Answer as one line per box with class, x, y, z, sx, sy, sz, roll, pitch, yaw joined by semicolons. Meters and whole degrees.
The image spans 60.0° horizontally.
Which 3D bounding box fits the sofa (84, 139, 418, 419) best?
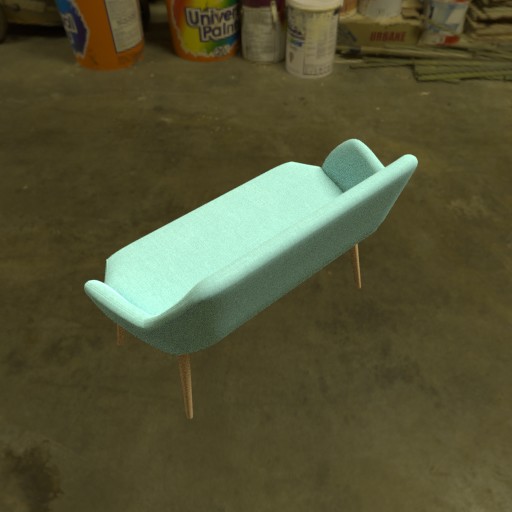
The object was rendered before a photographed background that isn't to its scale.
sofa;0.000;0.000;1.620;1.150;0.840;0.610;-32;56;-25
